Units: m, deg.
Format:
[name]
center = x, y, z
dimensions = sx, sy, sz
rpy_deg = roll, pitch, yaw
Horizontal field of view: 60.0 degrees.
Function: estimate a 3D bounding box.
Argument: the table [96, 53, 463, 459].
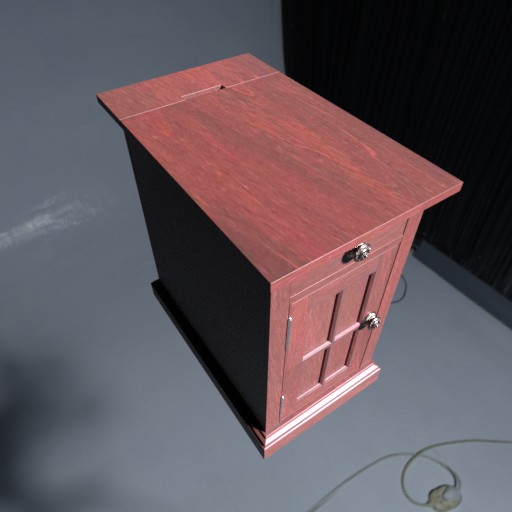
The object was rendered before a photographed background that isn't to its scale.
[table]
center = 0.000, 0.000, 0.983
dimensions = 0.356, 0.612, 0.584
rpy_deg = -26, 51, -23
